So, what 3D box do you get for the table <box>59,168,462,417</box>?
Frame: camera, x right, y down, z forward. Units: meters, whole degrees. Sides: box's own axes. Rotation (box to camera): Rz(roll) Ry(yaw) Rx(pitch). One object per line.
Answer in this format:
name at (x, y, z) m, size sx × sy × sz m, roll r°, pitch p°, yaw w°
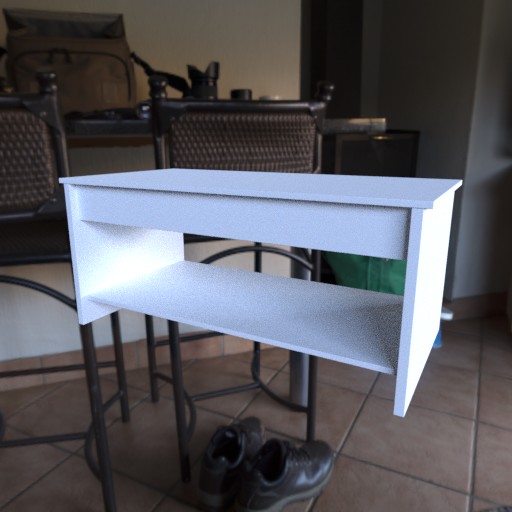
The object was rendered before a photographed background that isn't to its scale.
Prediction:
table at (0.000, 0.000, 1.282) m, size 1.000 × 0.441 × 0.500 m, roll 8°, pitch 17°, yaw 28°
